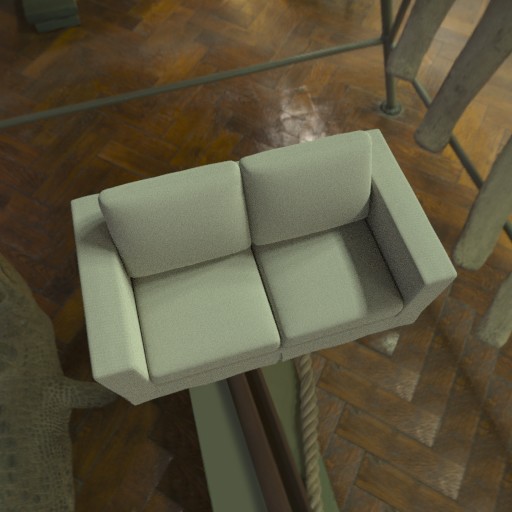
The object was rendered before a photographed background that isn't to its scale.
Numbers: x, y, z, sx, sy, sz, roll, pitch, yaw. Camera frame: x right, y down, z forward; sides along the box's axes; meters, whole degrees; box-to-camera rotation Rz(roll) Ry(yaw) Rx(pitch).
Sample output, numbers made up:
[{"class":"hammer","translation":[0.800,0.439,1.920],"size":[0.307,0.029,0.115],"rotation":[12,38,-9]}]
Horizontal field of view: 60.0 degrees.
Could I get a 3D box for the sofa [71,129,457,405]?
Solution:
[{"class":"sofa","translation":[0.000,0.000,2.459],"size":[1.813,0.932,1.009],"rotation":[-15,65,-7]}]
